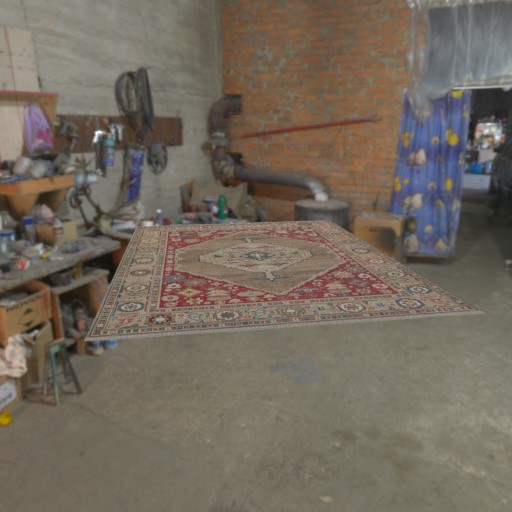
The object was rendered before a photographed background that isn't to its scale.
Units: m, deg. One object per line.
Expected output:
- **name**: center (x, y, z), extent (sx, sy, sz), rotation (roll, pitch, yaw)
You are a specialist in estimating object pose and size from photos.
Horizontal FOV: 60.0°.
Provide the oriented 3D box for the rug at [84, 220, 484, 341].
- **rug**: center (0.000, 0.000, 4.127), extent (2.451, 0.008, 3.143), rotation (-3, 16, -9)
